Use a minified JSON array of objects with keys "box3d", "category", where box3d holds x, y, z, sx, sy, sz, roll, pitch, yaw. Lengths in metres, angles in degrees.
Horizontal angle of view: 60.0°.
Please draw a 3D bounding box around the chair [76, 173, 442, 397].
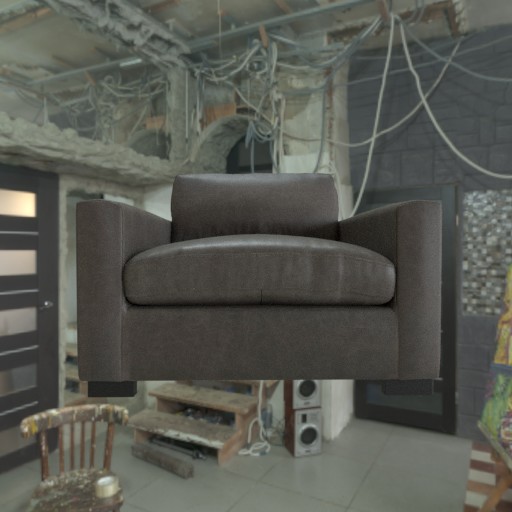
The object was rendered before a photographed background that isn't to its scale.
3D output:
[{"box3d":[0.000,0.000,1.786,1.106,0.807,1.080,0,1,-1],"category":"chair"}]
